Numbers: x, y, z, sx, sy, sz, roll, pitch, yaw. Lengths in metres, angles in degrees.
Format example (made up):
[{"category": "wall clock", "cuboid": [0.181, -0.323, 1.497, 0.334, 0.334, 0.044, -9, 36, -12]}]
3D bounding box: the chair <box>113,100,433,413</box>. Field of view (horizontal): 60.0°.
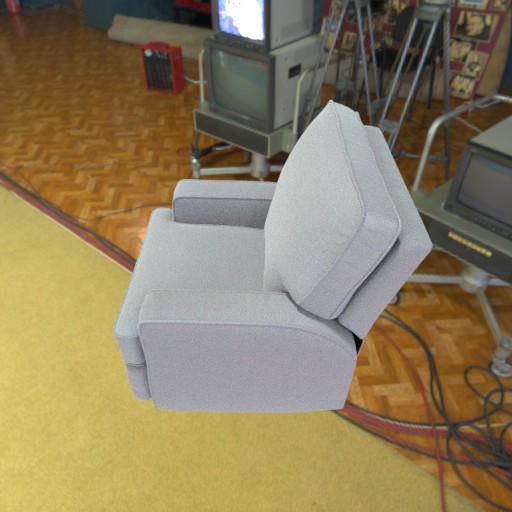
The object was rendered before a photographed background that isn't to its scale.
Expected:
[{"category": "chair", "cuboid": [0.000, 0.000, 1.709, 0.969, 0.964, 0.861, 1, 41, 1]}]
